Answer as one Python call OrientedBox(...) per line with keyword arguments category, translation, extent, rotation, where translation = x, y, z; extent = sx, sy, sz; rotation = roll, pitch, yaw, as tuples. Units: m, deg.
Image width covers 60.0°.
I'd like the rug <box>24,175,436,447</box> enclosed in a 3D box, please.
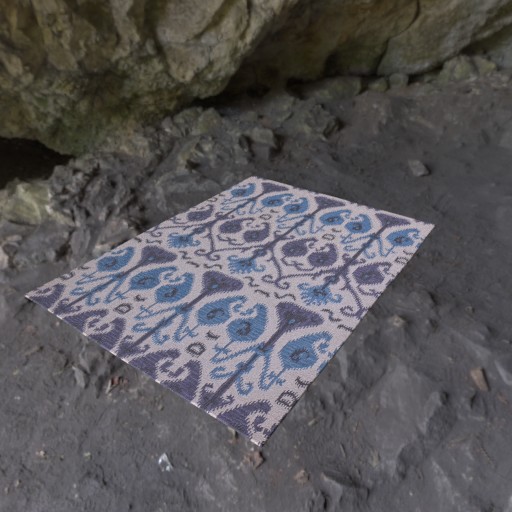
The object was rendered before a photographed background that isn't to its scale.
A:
OrientedBox(category="rug", translation=(0.000, 0.000, 2.906), extent=(1.676, 0.013, 2.261), rotation=(21, 37, 30))
